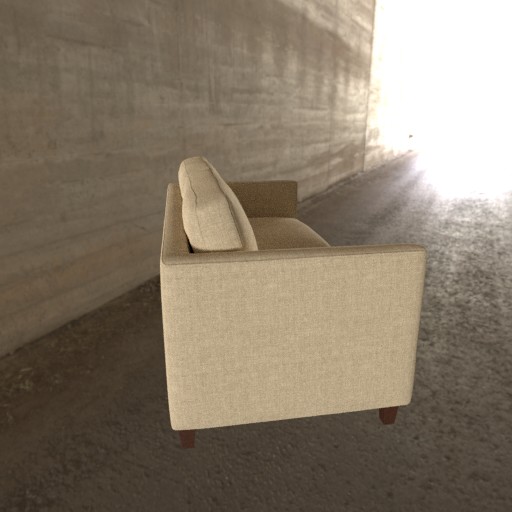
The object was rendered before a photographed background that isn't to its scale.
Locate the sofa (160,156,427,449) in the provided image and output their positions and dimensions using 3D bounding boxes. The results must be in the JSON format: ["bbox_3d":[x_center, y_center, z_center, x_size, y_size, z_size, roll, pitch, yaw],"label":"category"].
[{"bbox_3d":[0.000,0.000,2.407,0.950,0.963,1.884,-3,17,-9],"label":"sofa"}]
